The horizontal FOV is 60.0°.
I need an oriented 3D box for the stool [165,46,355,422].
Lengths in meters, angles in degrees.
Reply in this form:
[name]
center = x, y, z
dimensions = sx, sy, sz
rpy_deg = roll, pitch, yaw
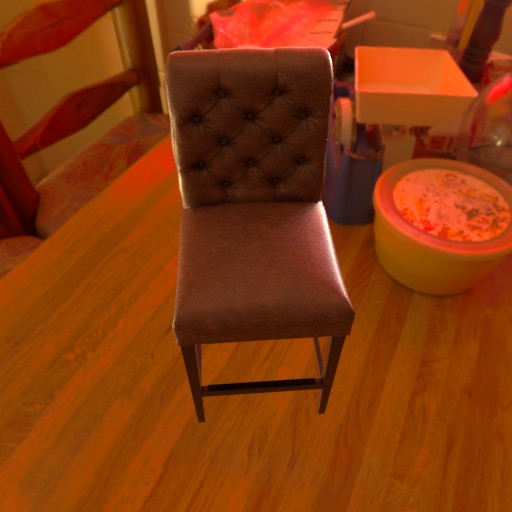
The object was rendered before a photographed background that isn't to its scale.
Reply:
[stool]
center = 0.000, 0.000, 1.441
dimensions = 0.486, 1.084, 0.660
rpy_deg = -3, 48, -3
